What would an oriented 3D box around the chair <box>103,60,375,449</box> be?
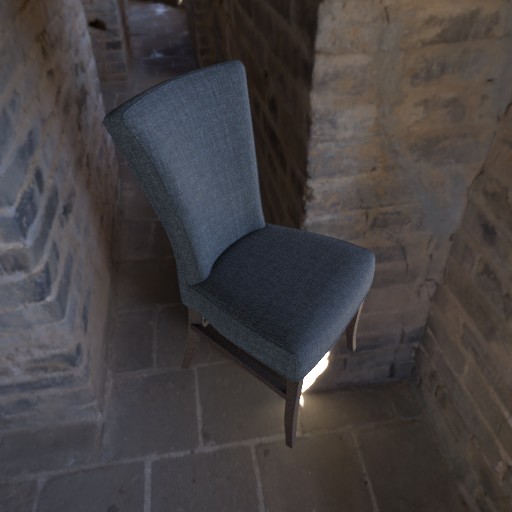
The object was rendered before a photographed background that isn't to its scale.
[{"bbox_3d":[0.000,0.000,1.394,0.660,0.991,0.520,24,46,26],"label":"chair"}]
